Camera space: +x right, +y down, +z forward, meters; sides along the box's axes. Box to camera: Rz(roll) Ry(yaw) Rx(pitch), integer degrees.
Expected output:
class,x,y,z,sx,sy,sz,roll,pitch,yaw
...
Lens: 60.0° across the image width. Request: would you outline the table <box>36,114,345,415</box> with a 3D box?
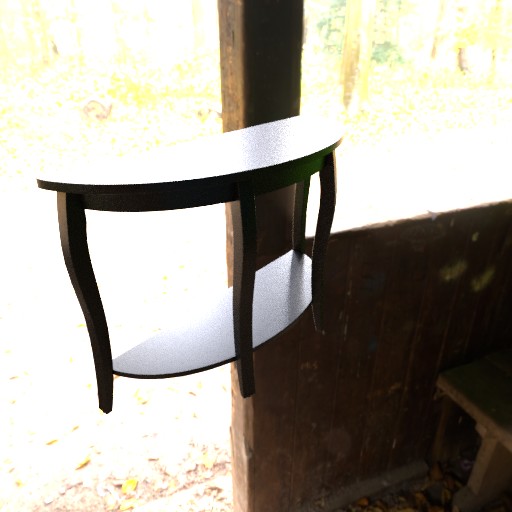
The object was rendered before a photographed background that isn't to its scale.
class,x,y,z,sx,sy,sz,roll,pitch,yaw
table,0.000,0.000,1.564,0.394,0.780,1.219,20,33,34
